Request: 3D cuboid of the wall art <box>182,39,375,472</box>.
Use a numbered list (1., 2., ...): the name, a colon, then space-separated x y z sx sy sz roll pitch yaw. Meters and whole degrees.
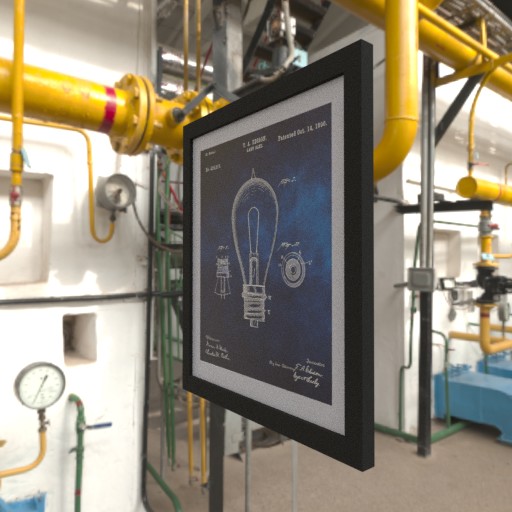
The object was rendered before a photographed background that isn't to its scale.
1. wall art: 0.000 0.000 0.691 0.023 0.505 0.428 1 -1 -38
